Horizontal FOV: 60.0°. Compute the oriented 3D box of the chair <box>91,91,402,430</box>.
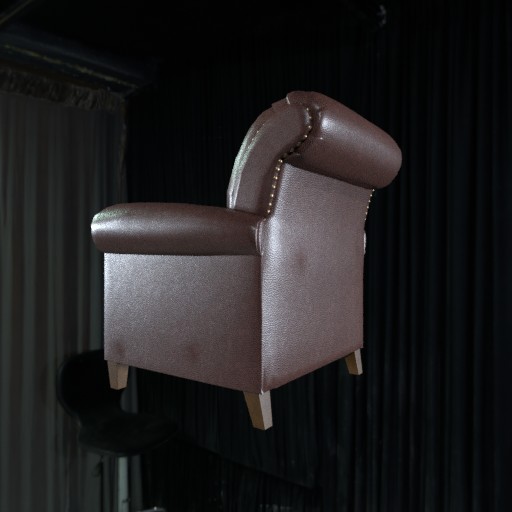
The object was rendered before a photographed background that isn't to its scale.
[{"bbox_3d":[0.000,0.000,1.625,0.890,0.927,0.854,0,1,35],"label":"chair"}]
